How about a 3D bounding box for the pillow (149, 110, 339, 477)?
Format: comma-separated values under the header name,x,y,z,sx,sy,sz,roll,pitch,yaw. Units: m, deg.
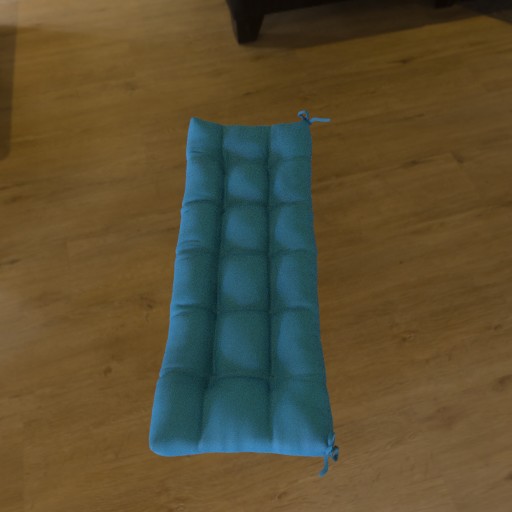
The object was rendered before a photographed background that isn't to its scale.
name,x,y,z,sx,sy,sz,roll,pitch,yaw
pillow,0.000,0.000,1.343,0.511,0.174,1.194,1,59,0
